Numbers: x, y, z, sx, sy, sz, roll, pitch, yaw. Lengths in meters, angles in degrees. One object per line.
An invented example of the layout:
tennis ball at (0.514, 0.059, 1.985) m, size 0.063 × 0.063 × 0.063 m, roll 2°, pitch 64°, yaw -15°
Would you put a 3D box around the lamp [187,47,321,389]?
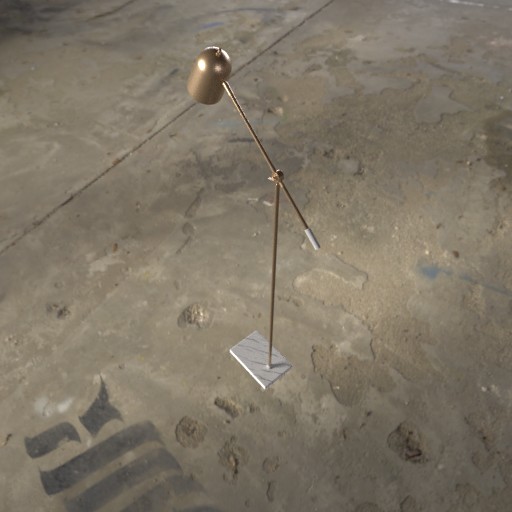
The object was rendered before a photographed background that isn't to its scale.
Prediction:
lamp at (0.000, 0.000, 1.861) m, size 0.194 × 1.594 × 0.653 m, roll -32°, pitch 54°, yaw -26°
